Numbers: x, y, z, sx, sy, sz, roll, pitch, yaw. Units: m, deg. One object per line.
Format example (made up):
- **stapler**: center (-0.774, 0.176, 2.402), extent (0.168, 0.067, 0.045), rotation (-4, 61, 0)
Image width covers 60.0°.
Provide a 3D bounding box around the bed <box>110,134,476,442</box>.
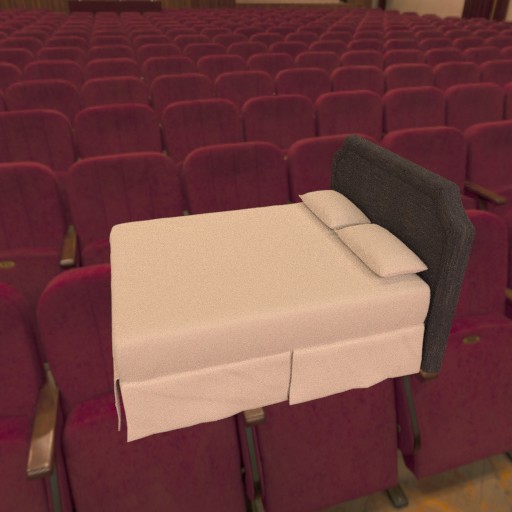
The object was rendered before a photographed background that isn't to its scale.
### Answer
- **bed**: center (0.000, 0.000, 3.143), extent (2.116, 1.290, 1.693), rotation (-8, 30, -14)
